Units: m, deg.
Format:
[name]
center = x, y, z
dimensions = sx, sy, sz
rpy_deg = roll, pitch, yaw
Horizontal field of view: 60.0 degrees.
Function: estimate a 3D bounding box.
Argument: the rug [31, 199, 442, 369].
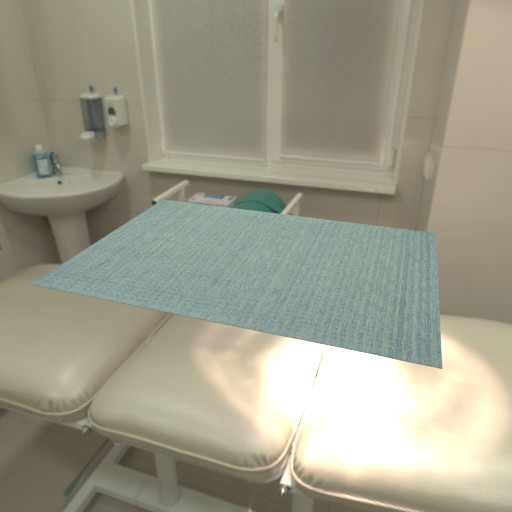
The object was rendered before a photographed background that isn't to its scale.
[rug]
center = 0.000, 0.000, 3.752
dimensions = 2.895, 0.006, 1.982
rpy_deg = 9, 28, 17
